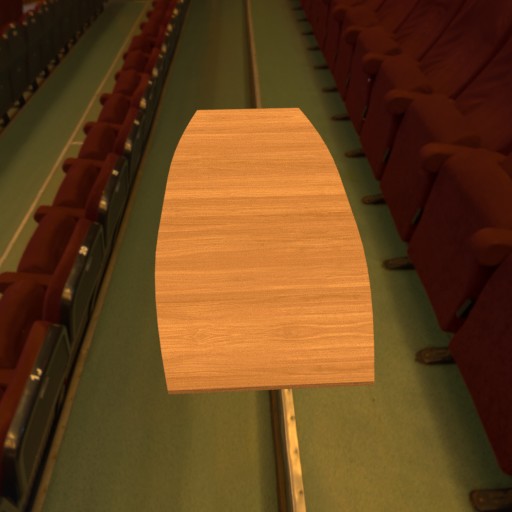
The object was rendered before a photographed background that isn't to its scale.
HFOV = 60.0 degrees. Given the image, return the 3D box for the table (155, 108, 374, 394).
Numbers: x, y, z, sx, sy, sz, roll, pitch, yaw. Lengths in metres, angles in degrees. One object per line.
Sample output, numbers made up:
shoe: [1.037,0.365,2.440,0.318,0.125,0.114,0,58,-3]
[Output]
table: [0.000,0.000,2.423,0.900,0.750,2.032,-2,43,-2]
